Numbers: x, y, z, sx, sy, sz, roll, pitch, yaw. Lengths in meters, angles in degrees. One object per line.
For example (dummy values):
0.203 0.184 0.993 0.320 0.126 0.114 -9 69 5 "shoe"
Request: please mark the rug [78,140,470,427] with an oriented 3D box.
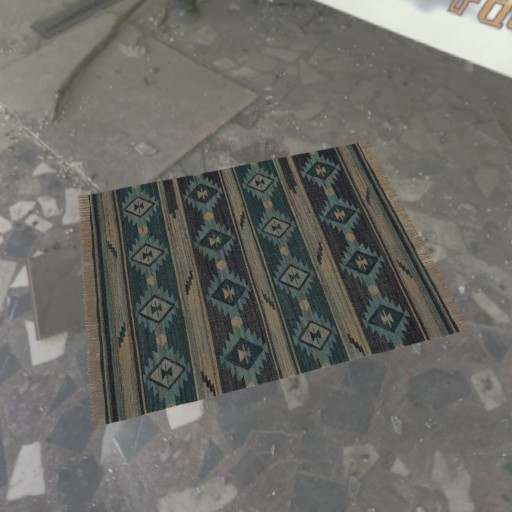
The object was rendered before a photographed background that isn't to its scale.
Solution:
0.000 0.000 4.296 3.307 0.047 2.418 -12 59 -8 "rug"
